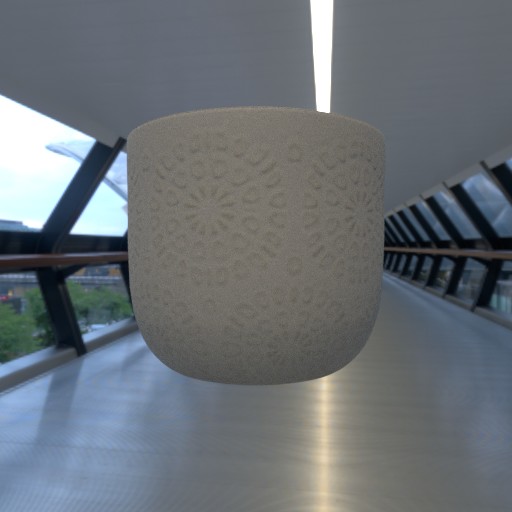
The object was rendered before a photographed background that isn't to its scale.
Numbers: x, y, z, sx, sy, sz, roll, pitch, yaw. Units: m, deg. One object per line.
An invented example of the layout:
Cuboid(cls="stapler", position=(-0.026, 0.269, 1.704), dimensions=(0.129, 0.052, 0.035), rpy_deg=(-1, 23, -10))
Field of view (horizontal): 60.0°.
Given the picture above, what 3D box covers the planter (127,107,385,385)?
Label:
Cuboid(cls="planter", position=(0.000, 0.000, 0.222), dimensions=(0.124, 0.109, 0.124), rpy_deg=(0, 0, 0))
